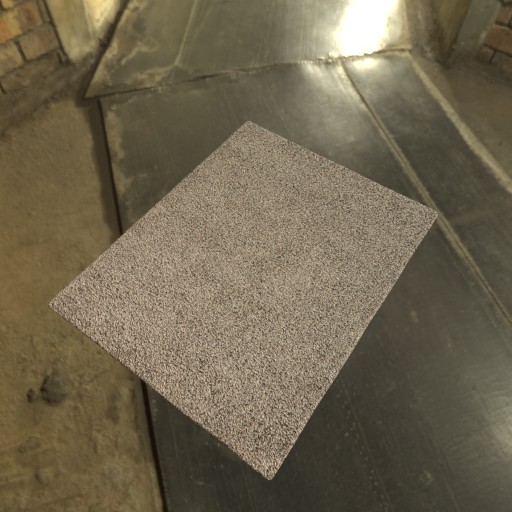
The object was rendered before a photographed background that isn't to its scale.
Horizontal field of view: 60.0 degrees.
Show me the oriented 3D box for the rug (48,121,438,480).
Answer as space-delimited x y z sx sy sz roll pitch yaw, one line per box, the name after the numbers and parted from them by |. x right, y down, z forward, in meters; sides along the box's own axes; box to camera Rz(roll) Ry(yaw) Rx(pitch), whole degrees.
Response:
0.000 0.000 4.258 2.438 0.029 3.047 31 62 19 | rug
